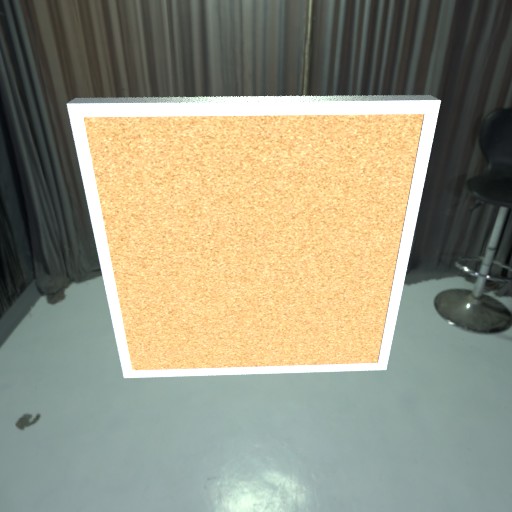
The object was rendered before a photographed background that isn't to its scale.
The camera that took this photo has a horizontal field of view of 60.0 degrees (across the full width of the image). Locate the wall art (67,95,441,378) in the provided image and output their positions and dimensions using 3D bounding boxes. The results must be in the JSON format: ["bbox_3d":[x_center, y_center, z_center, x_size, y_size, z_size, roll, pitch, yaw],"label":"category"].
[{"bbox_3d":[0.000,0.000,0.744,0.506,0.505,0.038,-1,30,-2],"label":"wall art"}]
